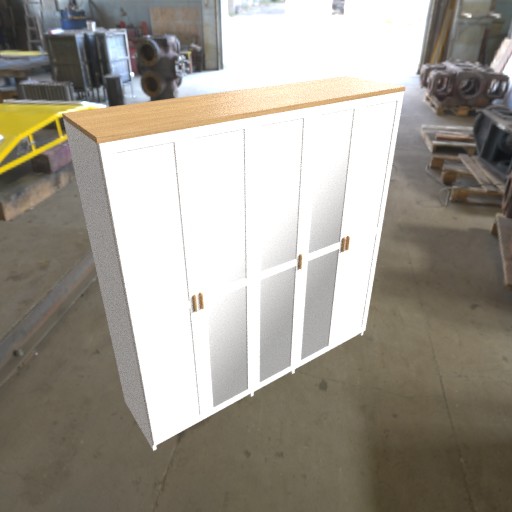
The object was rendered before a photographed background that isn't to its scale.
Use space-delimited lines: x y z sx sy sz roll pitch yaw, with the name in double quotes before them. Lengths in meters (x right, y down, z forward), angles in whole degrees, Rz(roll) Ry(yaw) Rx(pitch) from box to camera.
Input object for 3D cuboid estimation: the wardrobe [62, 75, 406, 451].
"wardrobe" 0.000 0.000 3.310 2.160 2.260 0.590 -20 36 -30
